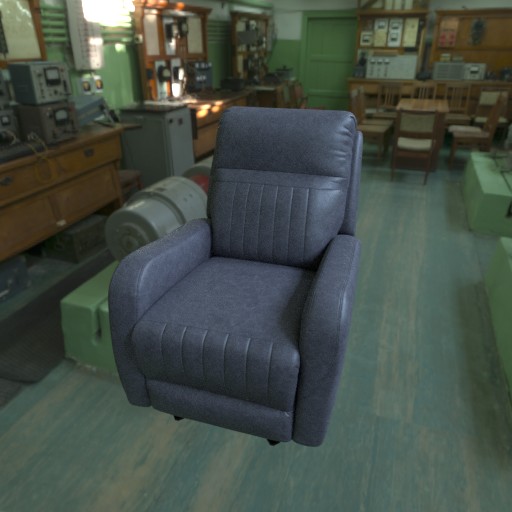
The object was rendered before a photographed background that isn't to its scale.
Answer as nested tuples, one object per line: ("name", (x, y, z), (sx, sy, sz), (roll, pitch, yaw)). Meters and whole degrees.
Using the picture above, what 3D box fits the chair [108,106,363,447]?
("chair", (0.000, 0.000, 1.837), (0.865, 1.067, 1.067), (8, 28, 16))
